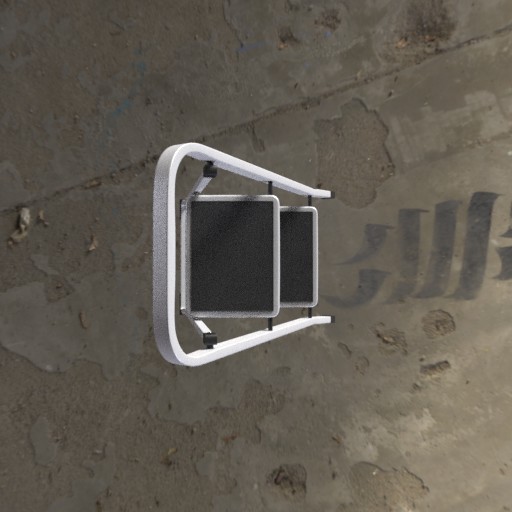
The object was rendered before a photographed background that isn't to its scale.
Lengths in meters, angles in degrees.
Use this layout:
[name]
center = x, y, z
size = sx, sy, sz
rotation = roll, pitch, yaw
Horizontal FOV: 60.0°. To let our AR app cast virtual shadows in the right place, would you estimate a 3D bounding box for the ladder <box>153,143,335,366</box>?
[ladder]
center = 0.000, 0.000, 1.152
size = 0.544, 0.810, 0.460
rotation = 0, 89, 1
